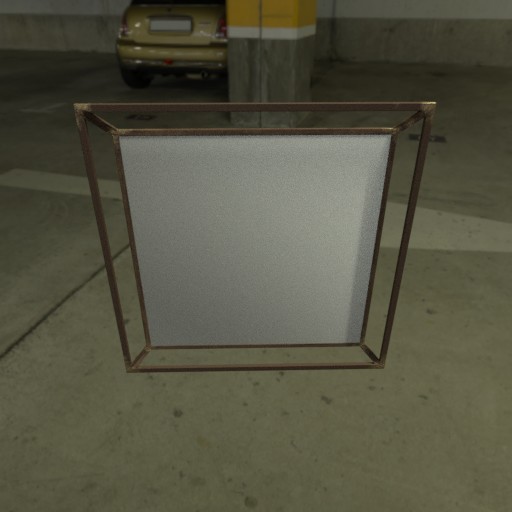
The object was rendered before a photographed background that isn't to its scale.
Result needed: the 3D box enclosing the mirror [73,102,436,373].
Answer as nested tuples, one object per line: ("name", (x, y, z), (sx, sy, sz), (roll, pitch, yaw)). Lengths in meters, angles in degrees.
("mirror", (0.000, 0.000, 0.911), (0.610, 0.610, 0.032), (-1, 30, -1))
